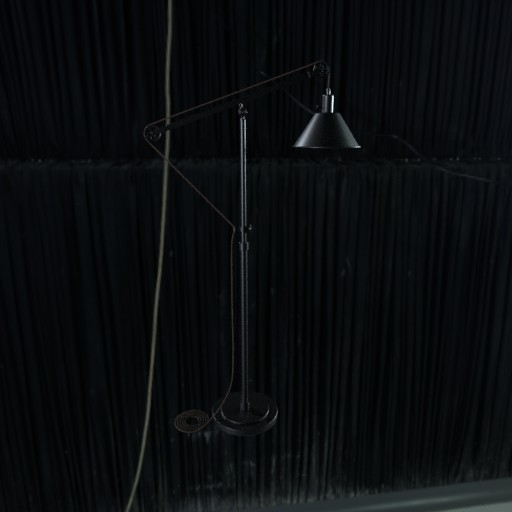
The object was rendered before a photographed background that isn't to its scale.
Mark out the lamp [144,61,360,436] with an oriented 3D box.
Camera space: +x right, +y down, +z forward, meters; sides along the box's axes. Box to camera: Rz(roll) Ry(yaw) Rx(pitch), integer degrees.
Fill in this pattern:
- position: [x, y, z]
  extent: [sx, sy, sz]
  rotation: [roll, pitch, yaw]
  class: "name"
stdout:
- position: [0.000, 0.000, 1.981]
  extent: [0.904, 1.626, 0.319]
  rotation: [-3, 16, -11]
  class: "lamp"
